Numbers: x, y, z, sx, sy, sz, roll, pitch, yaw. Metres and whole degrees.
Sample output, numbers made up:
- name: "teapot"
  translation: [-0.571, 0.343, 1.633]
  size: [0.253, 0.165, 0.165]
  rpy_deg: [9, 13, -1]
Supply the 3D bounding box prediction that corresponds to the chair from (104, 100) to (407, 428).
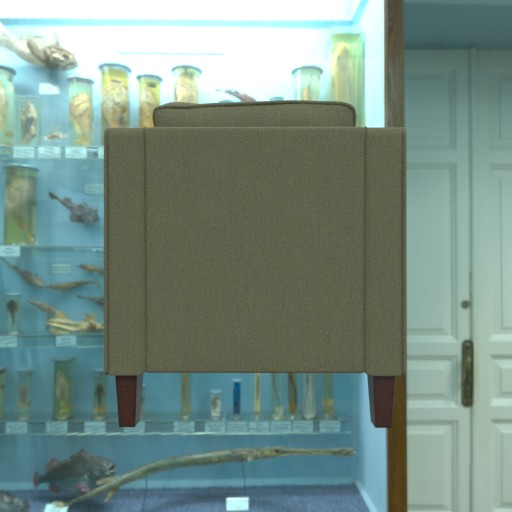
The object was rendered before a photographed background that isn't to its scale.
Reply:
- name: "chair"
  translation: [0.000, 0.000, 1.648]
  size: [0.831, 0.960, 0.909]
  rpy_deg: [0, -1, 0]
